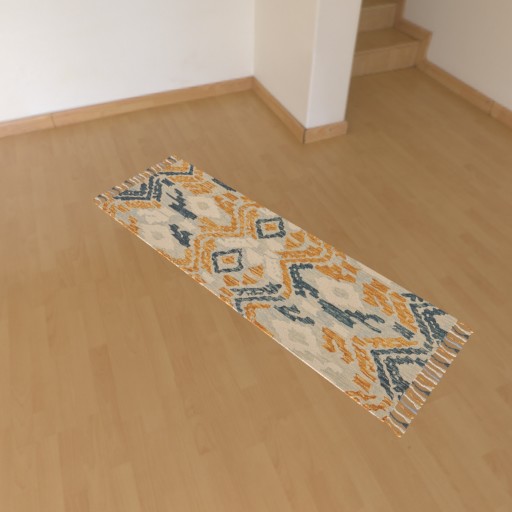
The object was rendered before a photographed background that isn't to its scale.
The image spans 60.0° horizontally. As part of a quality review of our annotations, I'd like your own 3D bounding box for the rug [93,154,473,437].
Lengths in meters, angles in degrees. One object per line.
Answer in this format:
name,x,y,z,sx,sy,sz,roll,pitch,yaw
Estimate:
rug,0.000,0.000,2.713,2.437,0.010,0.783,33,55,28
